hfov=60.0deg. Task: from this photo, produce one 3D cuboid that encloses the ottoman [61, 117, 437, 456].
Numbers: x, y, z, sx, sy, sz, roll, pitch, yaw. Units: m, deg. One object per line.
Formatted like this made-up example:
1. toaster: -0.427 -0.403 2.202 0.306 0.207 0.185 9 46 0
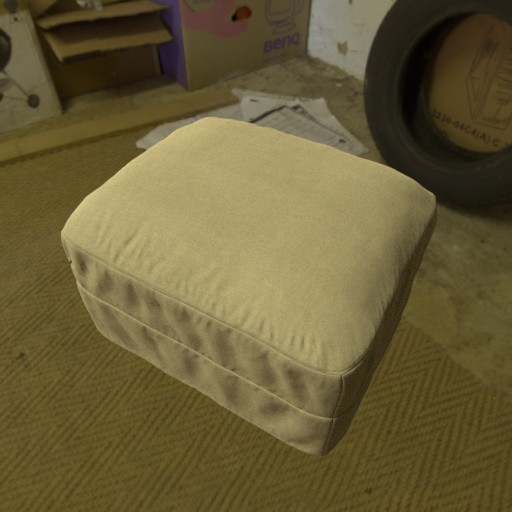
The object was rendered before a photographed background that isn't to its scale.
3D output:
1. ottoman: 0.000 0.000 1.064 0.712 0.480 0.584 23 51 21
